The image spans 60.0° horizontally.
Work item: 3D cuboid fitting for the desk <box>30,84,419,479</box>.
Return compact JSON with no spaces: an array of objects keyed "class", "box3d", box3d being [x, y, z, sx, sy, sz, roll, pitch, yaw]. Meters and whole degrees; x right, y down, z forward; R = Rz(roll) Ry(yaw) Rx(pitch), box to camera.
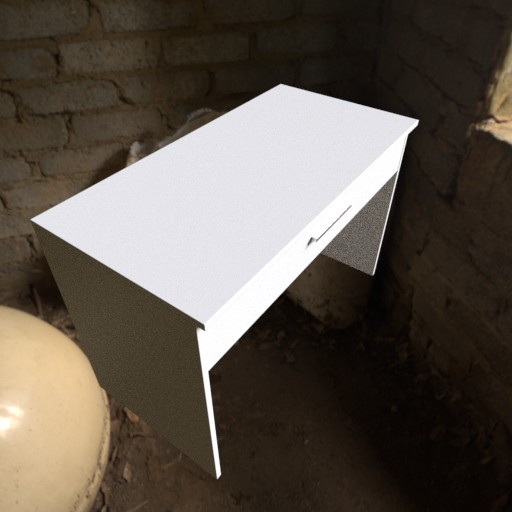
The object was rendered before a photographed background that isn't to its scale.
[{"class":"desk","box3d":[0.000,0.000,1.528,0.560,0.730,1.100,26,47,26]}]
